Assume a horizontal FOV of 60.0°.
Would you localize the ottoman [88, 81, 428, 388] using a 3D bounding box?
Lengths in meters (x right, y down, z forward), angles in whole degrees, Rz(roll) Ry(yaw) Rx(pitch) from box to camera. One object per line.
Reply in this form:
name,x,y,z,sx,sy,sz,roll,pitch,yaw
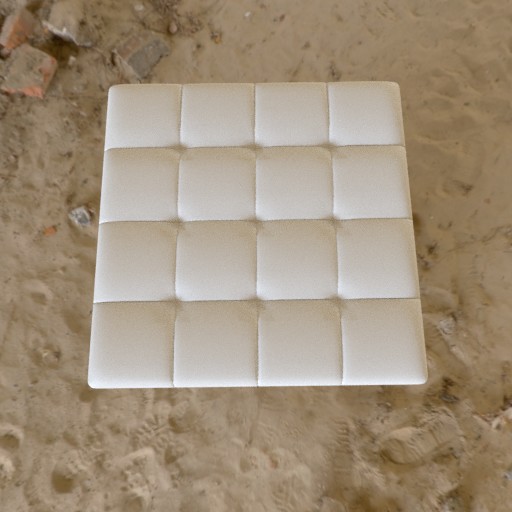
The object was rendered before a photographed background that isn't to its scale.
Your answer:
ottoman,0.000,0.000,0.787,0.425,0.432,0.425,-1,77,0
